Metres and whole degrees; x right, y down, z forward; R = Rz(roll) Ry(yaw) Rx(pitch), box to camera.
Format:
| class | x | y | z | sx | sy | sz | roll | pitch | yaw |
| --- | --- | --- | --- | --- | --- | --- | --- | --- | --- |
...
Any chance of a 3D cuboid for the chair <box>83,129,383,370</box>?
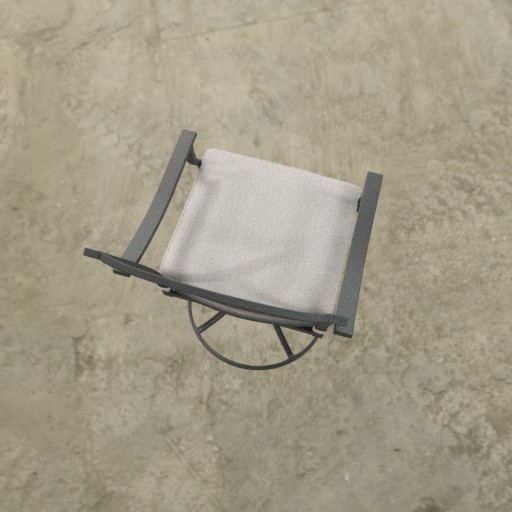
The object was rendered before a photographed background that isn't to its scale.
| class | x | y | z | sx | sy | sz | roll | pitch | yaw |
| --- | --- | --- | --- | --- | --- | --- | --- | --- | --- |
| chair | 0.000 | 0.000 | 1.294 | 0.575 | 0.889 | 0.620 | 15 | 65 | 7 |
